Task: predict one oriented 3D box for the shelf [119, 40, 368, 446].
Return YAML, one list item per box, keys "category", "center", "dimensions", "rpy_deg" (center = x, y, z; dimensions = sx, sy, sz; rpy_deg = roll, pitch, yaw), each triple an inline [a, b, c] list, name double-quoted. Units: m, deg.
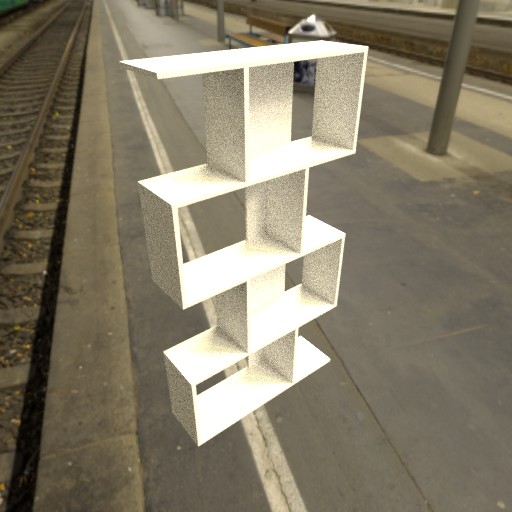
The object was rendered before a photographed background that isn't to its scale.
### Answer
- category: "shelf"
  center: [0.000, 0.000, 1.967]
  dimensions: [0.890, 1.650, 0.250]
  rpy_deg: [-23, 38, -32]
